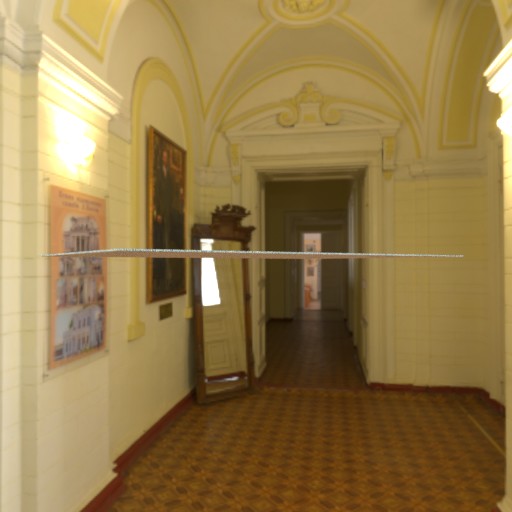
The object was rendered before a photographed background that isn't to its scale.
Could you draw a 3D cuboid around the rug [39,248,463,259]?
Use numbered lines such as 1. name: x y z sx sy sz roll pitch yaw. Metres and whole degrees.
1. rug: 0.000 0.000 2.183 1.752 0.006 1.142 1 -1 -36
